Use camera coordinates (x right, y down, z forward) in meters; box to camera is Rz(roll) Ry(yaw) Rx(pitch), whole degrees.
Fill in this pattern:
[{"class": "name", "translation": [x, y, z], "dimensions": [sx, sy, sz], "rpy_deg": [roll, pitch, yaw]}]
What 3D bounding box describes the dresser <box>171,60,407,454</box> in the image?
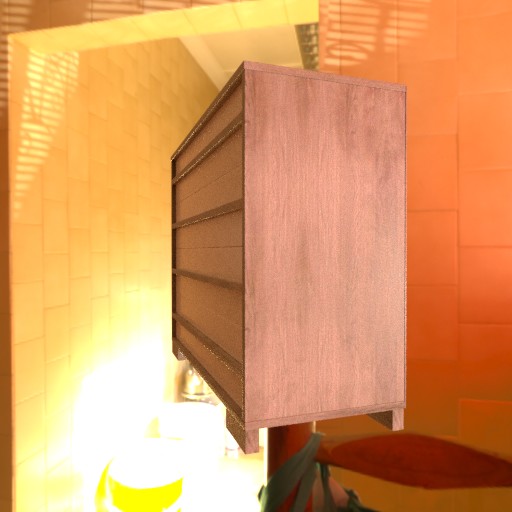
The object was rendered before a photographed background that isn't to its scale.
[{"class": "dresser", "translation": [0.000, 0.000, 1.450], "dimensions": [0.404, 0.816, 0.994], "rpy_deg": [0, 1, -19]}]
